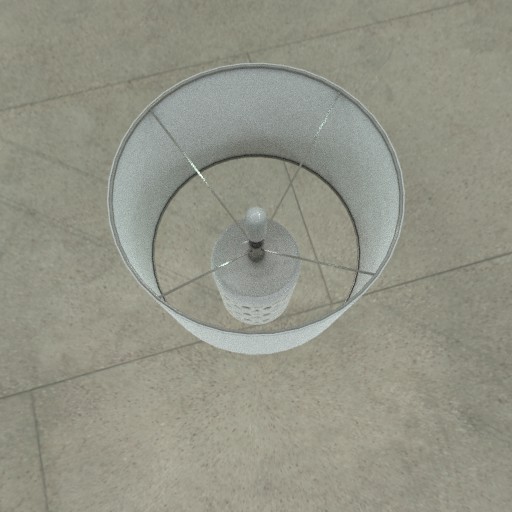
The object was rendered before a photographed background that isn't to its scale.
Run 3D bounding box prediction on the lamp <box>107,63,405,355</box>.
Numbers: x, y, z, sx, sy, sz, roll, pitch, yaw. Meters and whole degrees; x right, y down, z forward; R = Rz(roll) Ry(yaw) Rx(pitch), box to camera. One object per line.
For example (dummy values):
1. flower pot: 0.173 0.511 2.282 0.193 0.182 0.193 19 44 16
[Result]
1. lamp: 0.000 0.000 0.697 0.310 0.502 0.310 0 73 0
